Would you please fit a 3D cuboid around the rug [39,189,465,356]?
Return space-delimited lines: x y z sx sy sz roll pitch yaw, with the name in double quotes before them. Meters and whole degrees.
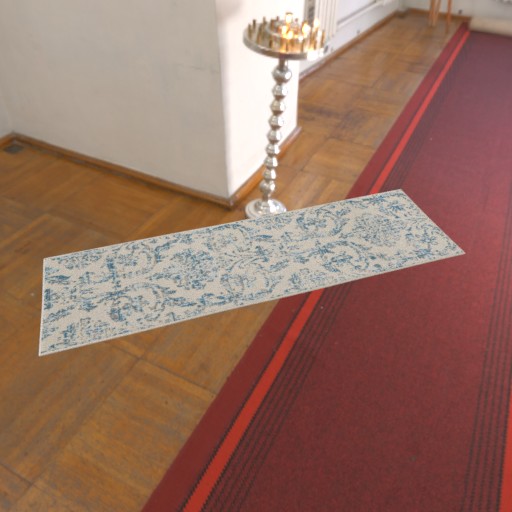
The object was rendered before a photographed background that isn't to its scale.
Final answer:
"rug" 0.000 0.000 2.408 2.196 0.011 0.662 -12 44 -13
